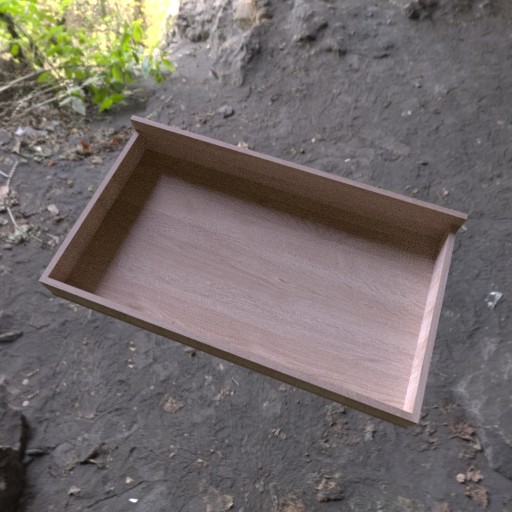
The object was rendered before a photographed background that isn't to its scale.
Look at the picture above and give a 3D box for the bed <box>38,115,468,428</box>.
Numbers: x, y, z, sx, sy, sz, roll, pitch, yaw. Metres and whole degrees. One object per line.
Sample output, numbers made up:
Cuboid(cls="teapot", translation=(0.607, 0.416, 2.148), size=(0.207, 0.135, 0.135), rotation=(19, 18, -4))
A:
Cuboid(cls="bed", translation=(0.000, 0.000, 1.468), size=(1.200, 0.209, 0.685), rotation=(19, 65, 9))
